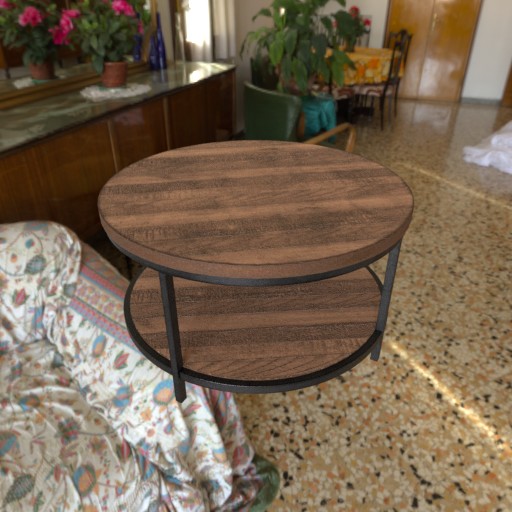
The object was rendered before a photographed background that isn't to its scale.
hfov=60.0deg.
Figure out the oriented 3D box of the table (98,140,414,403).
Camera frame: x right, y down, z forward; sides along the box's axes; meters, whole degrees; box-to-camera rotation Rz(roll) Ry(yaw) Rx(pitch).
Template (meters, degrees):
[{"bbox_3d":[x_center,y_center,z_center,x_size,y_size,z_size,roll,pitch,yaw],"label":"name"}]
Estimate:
[{"bbox_3d":[0.000,0.000,1.344,0.837,0.462,0.837,0,31,0],"label":"table"}]
